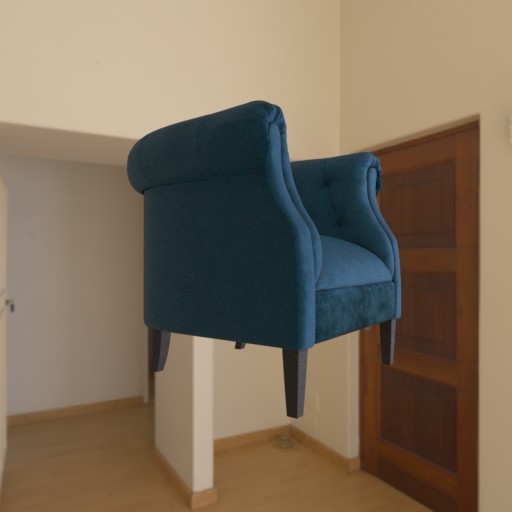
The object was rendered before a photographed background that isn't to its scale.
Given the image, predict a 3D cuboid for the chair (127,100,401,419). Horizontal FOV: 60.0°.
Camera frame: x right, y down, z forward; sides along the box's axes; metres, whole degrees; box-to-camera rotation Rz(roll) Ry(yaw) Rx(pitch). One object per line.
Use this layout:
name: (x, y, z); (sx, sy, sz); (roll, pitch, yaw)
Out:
chair: (0.000, 0.000, 1.638); (0.851, 0.826, 0.904); (0, 0, 36)
